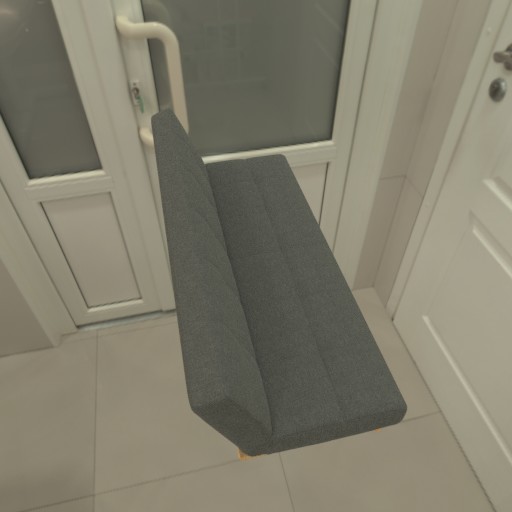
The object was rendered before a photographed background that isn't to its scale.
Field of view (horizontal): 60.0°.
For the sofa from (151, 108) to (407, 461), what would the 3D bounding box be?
[{"bbox_3d":[0.000,0.000,2.223,0.820,0.770,1.820,-10,47,-9],"label":"sofa"}]
